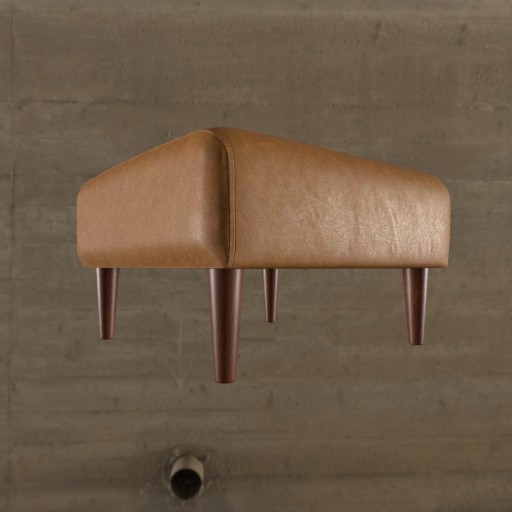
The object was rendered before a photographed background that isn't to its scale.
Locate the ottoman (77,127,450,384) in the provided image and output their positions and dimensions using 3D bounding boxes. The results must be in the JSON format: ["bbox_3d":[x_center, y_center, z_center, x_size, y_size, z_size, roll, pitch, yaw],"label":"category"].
[{"bbox_3d":[0.000,0.000,1.039,0.650,0.399,0.650,1,-2,-38],"label":"ottoman"}]
